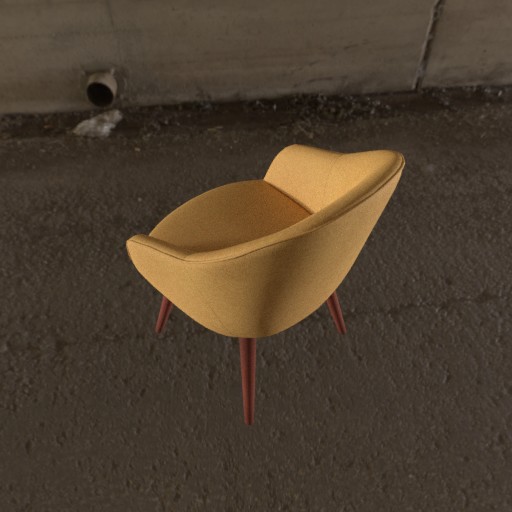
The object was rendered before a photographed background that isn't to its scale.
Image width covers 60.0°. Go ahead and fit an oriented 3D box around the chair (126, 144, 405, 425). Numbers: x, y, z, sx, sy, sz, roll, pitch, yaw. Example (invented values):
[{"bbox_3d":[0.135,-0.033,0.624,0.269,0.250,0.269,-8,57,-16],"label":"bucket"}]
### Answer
[{"bbox_3d":[0.000,0.000,1.276,0.596,0.823,0.635,-36,56,-29],"label":"chair"}]
